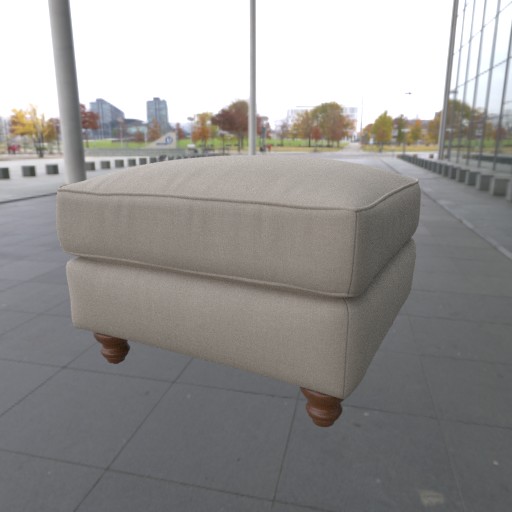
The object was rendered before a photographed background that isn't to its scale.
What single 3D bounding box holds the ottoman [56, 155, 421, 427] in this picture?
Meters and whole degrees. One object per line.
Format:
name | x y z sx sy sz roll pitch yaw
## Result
ottoman | 0.000 0.000 1.141 0.716 0.505 0.662 7 16 27
